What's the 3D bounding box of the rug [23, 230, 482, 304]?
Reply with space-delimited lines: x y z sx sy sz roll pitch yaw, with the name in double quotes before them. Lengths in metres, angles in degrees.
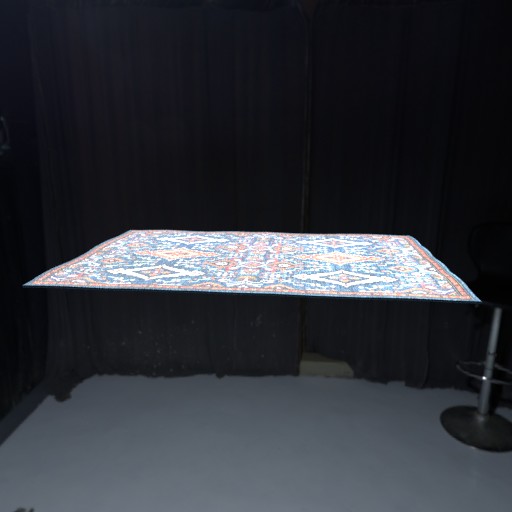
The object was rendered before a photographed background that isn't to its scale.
"rug" 0.000 0.000 2.321 1.847 0.014 1.195 2 15 6
